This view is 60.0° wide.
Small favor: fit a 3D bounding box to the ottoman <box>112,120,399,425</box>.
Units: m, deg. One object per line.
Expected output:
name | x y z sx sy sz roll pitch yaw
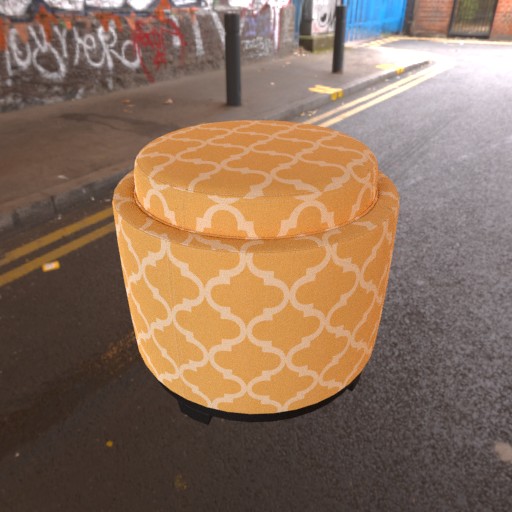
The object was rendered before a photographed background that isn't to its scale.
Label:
ottoman | 0.000 0.000 0.828 0.480 0.429 0.480 0 31 0
